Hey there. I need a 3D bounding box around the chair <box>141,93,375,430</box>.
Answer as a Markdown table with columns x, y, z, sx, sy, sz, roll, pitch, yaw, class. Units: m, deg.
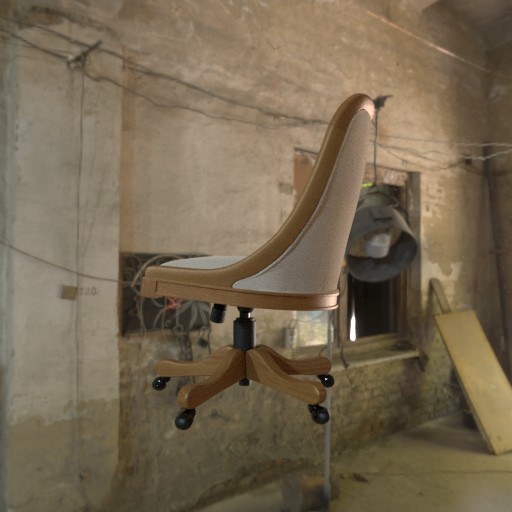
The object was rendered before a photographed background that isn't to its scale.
| x | y | z | sx | sy | sz | roll | pitch | yaw | class |
| --- | --- | --- | --- | --- | --- | --- | --- | --- | --- |
| 0.000 | 0.000 | 1.565 | 0.811 | 1.009 | 0.702 | 0 | 0 | 17 | chair |
